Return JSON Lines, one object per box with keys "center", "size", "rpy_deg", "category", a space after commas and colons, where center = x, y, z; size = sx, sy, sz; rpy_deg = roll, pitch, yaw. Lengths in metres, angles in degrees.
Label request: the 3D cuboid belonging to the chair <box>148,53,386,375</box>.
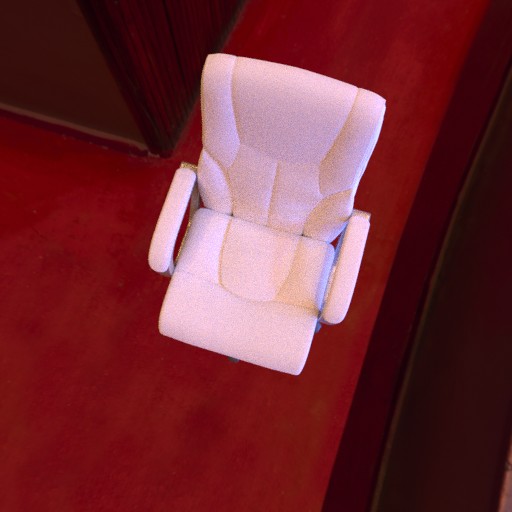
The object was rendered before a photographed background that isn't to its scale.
{"center": [0.000, 0.000, 1.555], "size": [0.687, 1.120, 0.738], "rpy_deg": [16, 76, 4], "category": "chair"}
